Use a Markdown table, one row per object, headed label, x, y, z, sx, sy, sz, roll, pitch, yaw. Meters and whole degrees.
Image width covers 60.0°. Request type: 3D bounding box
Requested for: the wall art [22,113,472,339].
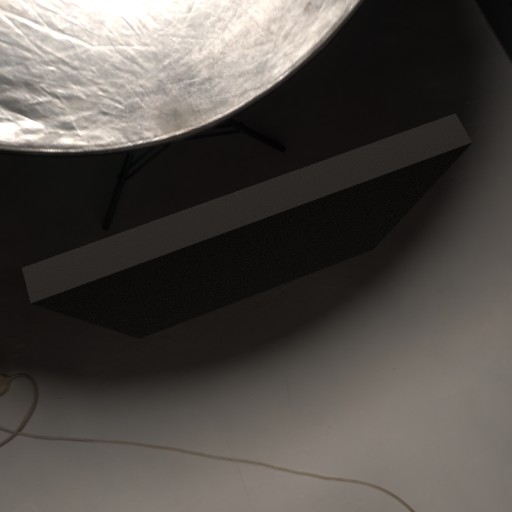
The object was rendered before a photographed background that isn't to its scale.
| label | x | y | z | sx | sy | sz | roll | pitch | yaw |
| --- | --- | --- | --- | --- | --- | --- | --- | --- | --- |
| wall art | 0.000 | 0.000 | 0.520 | 0.381 | 0.330 | 0.031 | -20 | 76 | -5 |
